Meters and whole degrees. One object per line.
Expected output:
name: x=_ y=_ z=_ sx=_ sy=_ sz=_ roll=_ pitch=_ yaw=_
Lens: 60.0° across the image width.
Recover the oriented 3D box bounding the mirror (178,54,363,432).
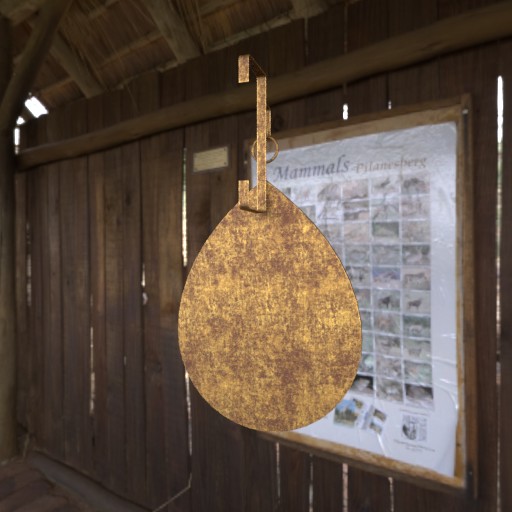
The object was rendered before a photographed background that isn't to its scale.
mirror: x=0.000 y=0.000 z=0.885 sx=0.405 sy=0.744 sz=0.144 roll=0 pitch=1 yaw=18
